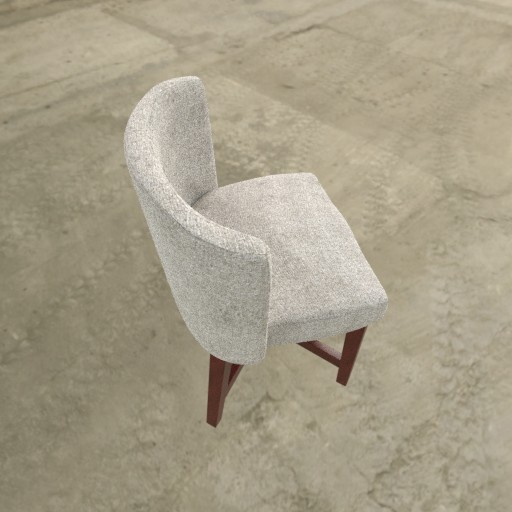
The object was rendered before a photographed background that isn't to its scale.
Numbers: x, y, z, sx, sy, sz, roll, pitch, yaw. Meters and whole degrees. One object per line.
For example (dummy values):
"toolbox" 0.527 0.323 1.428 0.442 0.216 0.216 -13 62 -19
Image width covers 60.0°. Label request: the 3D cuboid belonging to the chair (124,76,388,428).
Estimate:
"chair" 0.000 0.000 1.269 0.575 0.827 0.728 -11 47 -10
